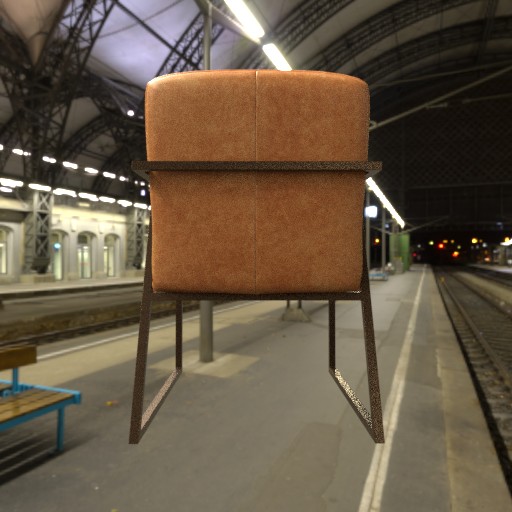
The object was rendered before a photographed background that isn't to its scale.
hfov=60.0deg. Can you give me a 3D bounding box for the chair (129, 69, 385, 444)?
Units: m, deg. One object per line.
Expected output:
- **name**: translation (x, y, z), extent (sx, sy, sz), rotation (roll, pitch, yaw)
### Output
- **chair**: translation (0.000, 0.000, 1.291), extent (0.571, 0.832, 0.677), rotation (0, 0, 0)
